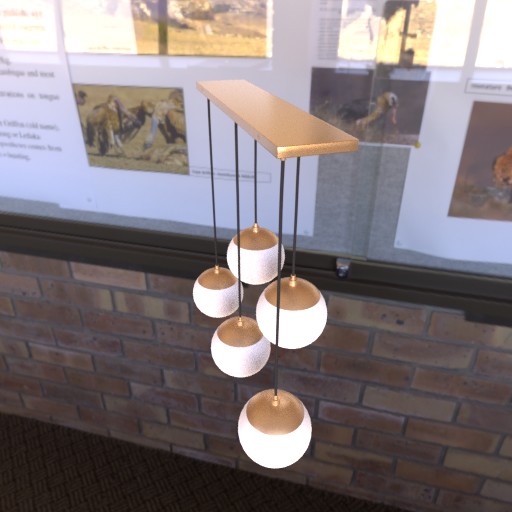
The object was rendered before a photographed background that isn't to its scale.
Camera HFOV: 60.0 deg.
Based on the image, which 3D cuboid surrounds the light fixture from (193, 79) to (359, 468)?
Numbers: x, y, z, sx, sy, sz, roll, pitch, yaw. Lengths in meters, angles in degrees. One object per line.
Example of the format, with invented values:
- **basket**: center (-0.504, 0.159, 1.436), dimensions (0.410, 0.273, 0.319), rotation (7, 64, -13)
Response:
- **light fixture**: center (0.000, 0.000, 1.309), dimensions (0.299, 0.869, 0.863), rotation (-9, 31, -15)
